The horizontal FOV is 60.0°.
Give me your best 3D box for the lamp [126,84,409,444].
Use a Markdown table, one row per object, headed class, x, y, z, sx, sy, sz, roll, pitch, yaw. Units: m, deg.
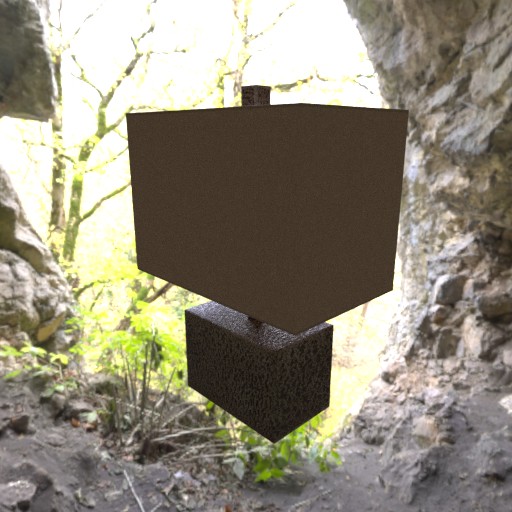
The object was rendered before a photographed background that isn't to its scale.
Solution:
| class | x | y | z | sx | sy | sz | roll | pitch | yaw |
| --- | --- | --- | --- | --- | --- | --- | --- | --- | --- |
| lamp | 0.000 | 0.000 | 0.572 | 0.180 | 0.411 | 0.294 | -15 | 21 | -42 |
